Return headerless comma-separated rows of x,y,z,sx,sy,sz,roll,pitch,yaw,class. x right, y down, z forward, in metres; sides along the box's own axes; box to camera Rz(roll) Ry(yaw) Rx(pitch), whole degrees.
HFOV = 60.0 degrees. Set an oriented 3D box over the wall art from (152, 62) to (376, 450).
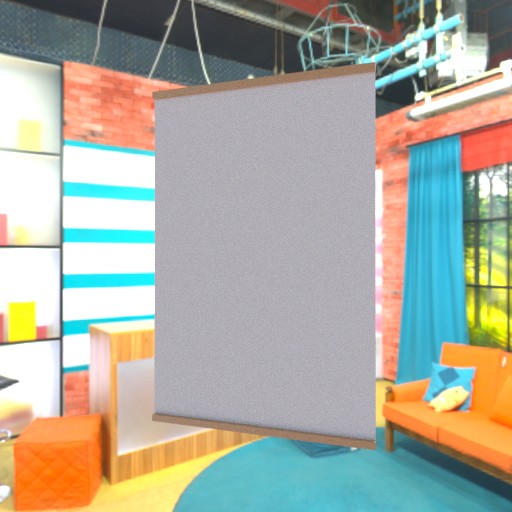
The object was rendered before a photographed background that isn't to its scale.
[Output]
0.000,0.000,0.768,0.401,0.611,0.016,0,0,18,wall art
